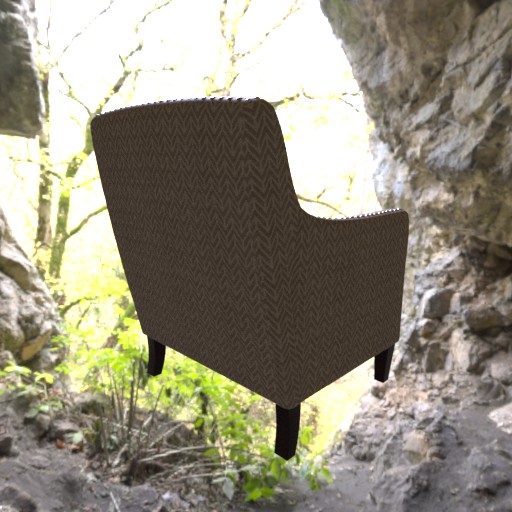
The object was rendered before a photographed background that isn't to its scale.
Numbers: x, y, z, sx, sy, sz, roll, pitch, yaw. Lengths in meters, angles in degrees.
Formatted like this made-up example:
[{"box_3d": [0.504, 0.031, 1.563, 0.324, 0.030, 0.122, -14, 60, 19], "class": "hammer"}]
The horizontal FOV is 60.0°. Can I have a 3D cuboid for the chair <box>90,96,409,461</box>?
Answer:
[{"box_3d": [0.000, 0.000, 1.286, 0.623, 0.816, 0.651, 13, 19, 43], "class": "chair"}]
